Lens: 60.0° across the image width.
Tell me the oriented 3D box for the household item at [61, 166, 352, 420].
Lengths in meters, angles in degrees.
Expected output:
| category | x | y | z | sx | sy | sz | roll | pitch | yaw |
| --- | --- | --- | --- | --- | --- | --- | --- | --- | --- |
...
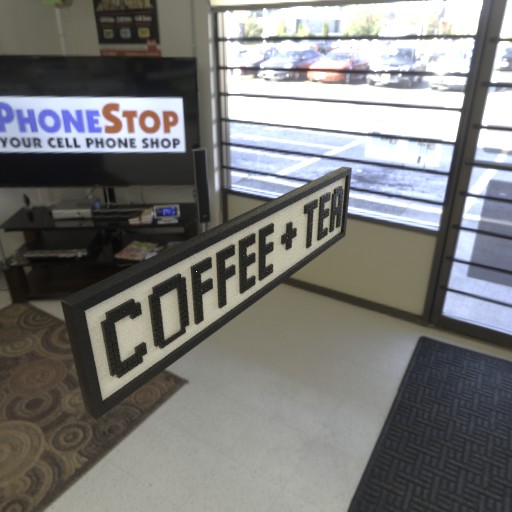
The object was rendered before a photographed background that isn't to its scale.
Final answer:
| category | x | y | z | sx | sy | sz | roll | pitch | yaw |
| --- | --- | --- | --- | --- | --- | --- | --- | --- | --- |
| household item | 0.000 | 0.000 | 1.099 | 0.030 | 0.236 | 1.001 | 17 | 31 | 32 |
